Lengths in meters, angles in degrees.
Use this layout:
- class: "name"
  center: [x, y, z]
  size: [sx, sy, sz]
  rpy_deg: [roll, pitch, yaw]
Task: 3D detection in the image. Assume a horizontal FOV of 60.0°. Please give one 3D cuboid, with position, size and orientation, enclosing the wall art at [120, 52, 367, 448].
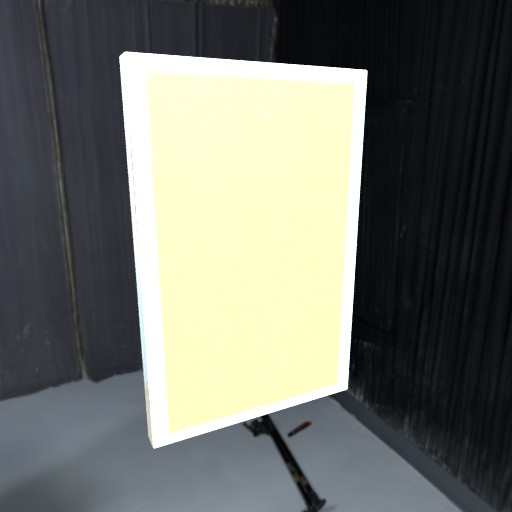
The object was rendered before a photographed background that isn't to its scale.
- class: "wall art"
  center: [0.000, 0.000, 0.758]
  size: [0.401, 0.610, 0.038]
  rpy_deg: [-8, 17, -25]
